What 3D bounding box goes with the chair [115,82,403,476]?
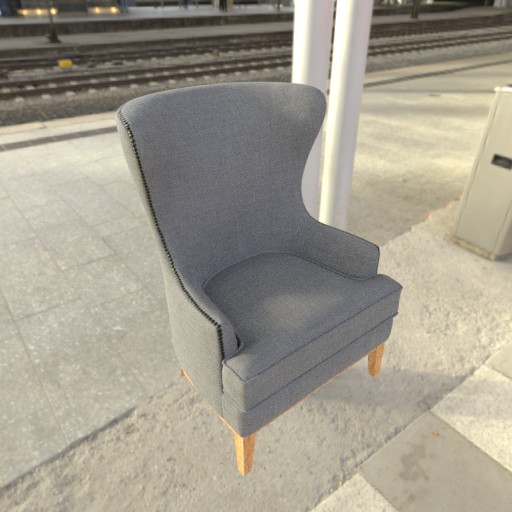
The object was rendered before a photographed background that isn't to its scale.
[{"bbox_3d":[0.000,0.000,1.776,0.864,1.176,0.883,-23,38,-33],"label":"chair"}]
